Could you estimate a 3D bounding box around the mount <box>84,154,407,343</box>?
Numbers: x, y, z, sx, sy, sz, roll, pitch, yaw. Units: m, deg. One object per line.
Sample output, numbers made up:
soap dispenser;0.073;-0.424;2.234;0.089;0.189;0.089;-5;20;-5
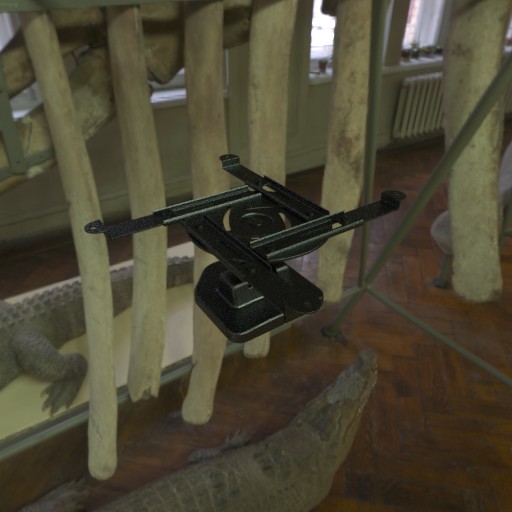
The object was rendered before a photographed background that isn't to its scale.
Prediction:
mount;0.000;0.000;0.604;0.394;0.141;0.394;-20;38;-28
